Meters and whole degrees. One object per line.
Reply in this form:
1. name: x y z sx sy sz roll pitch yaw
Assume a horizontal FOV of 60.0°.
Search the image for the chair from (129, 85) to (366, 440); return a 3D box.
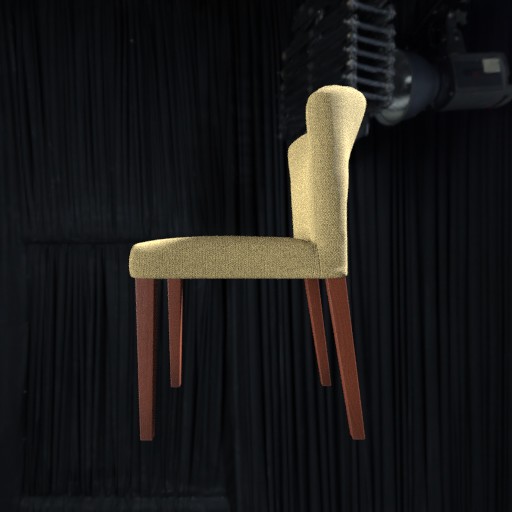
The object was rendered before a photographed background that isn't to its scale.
1. chair: 0.000 0.000 1.229 0.589 0.839 0.491 0 0 -1
